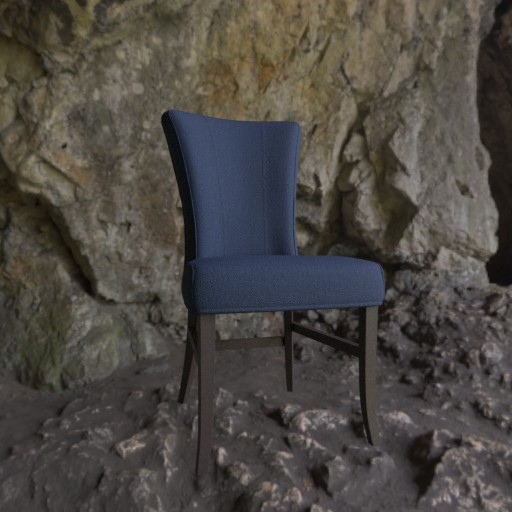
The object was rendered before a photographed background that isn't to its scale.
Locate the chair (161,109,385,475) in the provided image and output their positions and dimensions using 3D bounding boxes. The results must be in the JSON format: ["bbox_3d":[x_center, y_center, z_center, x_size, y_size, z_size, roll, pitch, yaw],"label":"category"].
[{"bbox_3d":[0.000,0.000,1.372,0.520,0.991,0.660,0,1,-19],"label":"chair"}]
